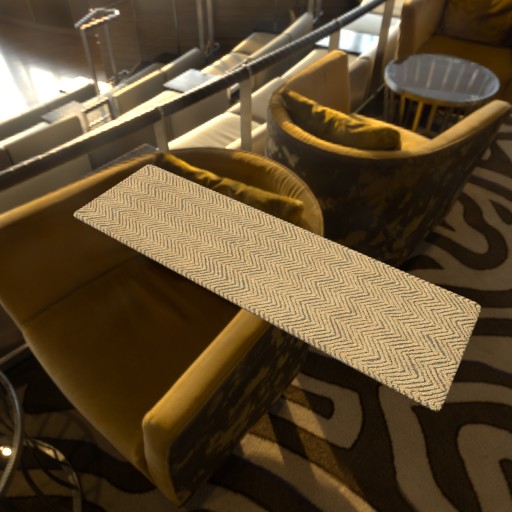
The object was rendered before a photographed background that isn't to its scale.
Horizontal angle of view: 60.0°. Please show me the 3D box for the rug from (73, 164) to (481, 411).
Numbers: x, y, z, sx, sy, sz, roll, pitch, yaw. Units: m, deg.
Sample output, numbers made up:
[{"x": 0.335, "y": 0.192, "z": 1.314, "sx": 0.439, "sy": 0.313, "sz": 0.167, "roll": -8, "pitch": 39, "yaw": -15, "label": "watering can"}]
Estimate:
[{"x": 0.000, "y": 0.000, "z": 2.481, "sx": 2.286, "sy": 0.008, "sz": 0.686, "roll": 25, "pitch": 50, "yaw": 23, "label": "rug"}]
